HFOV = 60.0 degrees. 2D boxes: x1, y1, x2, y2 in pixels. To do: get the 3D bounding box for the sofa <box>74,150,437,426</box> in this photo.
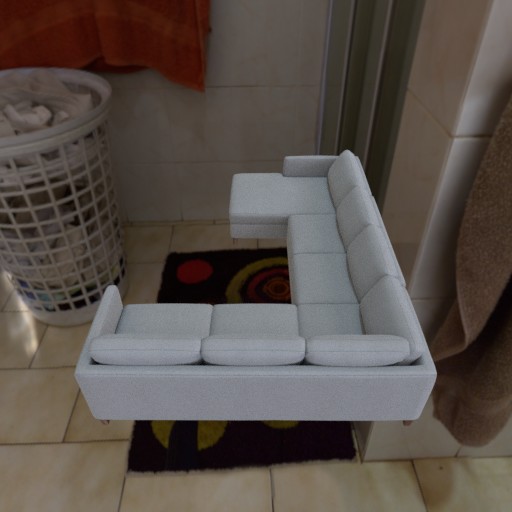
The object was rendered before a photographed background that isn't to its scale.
[{"bbox_3d":[0.000,0.000,4.431,2.551,0.853,3.238,0,40,0],"label":"sofa"}]
